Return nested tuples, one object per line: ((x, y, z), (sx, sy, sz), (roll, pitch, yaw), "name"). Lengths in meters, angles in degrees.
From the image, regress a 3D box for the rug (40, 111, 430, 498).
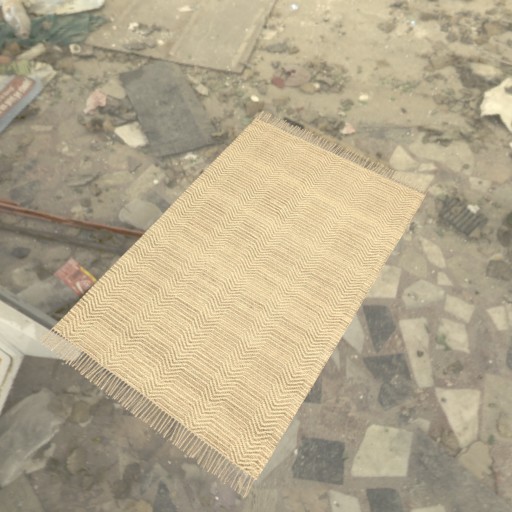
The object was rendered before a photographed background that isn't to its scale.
((0.000, 0.000, 2.429), (1.224, 0.027, 2.021), (29, 63, 17), "rug")
